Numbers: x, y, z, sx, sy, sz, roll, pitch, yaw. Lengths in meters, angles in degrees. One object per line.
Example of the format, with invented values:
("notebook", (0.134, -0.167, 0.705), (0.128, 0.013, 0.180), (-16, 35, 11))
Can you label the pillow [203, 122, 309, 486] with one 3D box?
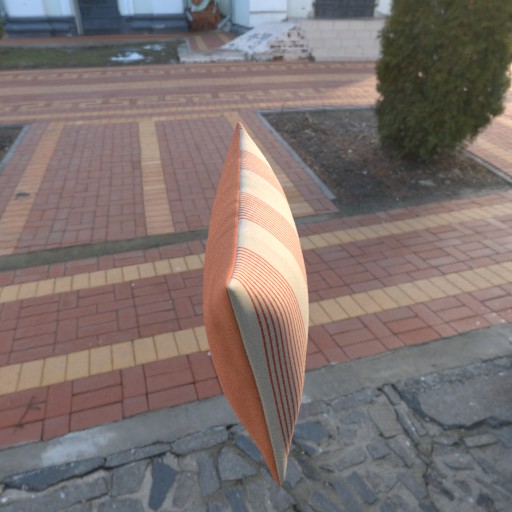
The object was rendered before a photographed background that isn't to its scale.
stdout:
("pillow", (0.000, 0.000, 0.721), (0.156, 0.292, 0.608), (-1, 30, -1))
